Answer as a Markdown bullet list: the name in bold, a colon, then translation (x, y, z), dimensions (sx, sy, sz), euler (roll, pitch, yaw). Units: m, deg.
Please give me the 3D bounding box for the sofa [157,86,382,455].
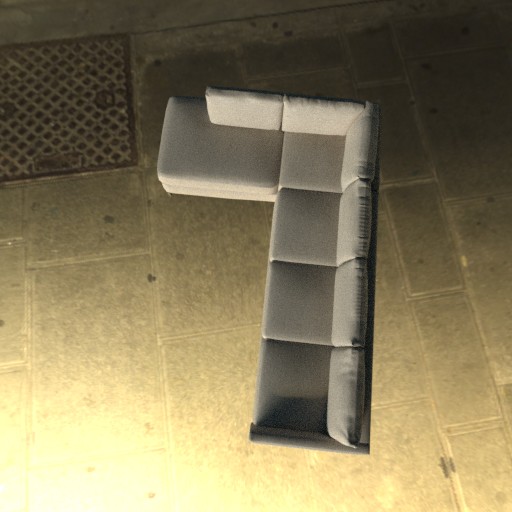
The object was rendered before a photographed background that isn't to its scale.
- **sofa**: translation (0.000, 0.000, 3.126), dimensions (1.617, 0.703, 2.423), euler (6, 75, 2)
